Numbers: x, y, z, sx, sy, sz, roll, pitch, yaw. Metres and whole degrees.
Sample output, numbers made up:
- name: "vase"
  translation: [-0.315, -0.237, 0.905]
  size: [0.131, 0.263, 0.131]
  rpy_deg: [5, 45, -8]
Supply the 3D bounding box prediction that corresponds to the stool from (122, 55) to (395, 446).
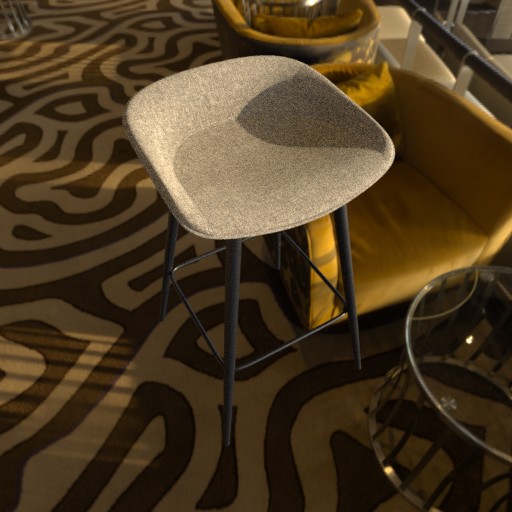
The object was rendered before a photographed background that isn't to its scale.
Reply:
- name: "stool"
  translation: [0.000, 0.000, 1.113]
  size: [0.469, 0.814, 0.480]
  rpy_deg: [-23, 51, -20]
